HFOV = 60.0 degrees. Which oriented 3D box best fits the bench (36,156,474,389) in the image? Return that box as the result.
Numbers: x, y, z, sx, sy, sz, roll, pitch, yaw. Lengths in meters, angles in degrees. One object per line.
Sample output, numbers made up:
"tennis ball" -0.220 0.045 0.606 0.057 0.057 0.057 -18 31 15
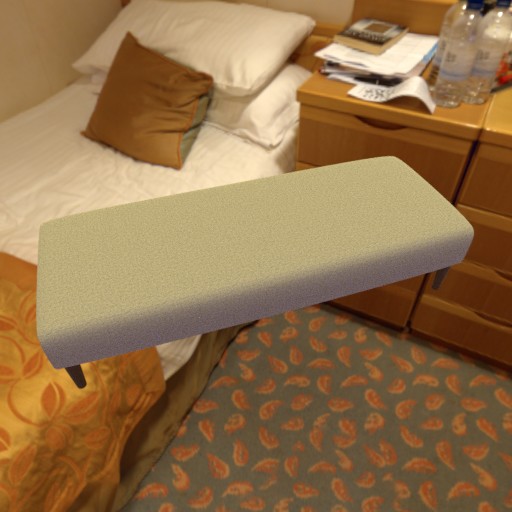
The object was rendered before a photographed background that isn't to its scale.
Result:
"bench" 0.000 0.000 1.825 1.598 0.383 0.631 -13 45 -14
